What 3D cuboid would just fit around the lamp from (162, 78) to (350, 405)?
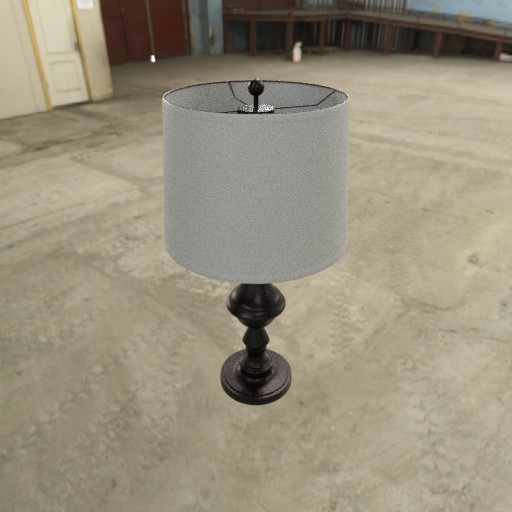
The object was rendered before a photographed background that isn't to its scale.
[{"bbox_3d":[0.000,0.000,0.967,0.383,0.726,0.383,0,30,0],"label":"lamp"}]
